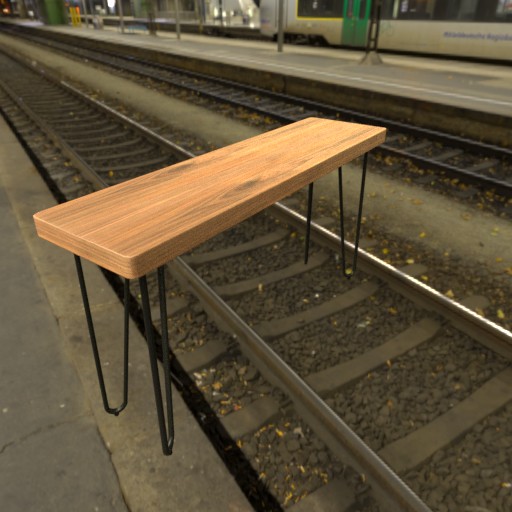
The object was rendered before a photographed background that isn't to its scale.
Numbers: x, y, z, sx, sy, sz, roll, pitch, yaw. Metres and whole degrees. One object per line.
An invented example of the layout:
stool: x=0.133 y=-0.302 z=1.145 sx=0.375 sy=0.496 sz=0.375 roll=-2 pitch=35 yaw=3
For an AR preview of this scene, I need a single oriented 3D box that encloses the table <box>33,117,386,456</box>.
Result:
table: x=0.000 y=0.000 z=1.885 sx=0.425 sy=0.834 sz=1.570 roll=20 pitch=35 yaw=31
